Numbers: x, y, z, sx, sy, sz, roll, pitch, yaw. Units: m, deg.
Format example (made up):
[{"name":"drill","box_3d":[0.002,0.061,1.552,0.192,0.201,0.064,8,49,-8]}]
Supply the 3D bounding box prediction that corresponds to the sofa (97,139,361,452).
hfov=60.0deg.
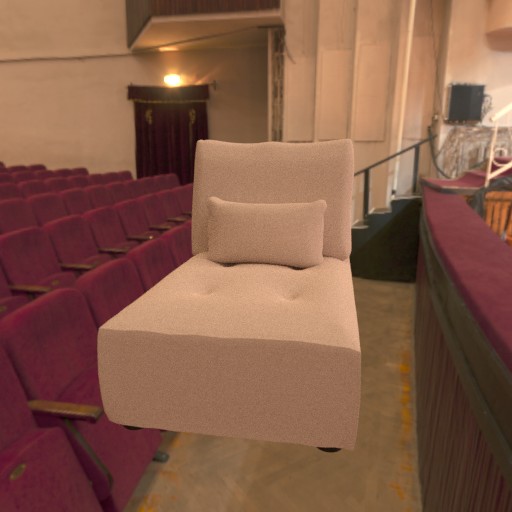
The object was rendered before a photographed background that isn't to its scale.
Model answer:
[{"name":"sofa","box_3d":[0.000,0.000,1.576,0.700,0.820,1.000,2,14,10]}]
